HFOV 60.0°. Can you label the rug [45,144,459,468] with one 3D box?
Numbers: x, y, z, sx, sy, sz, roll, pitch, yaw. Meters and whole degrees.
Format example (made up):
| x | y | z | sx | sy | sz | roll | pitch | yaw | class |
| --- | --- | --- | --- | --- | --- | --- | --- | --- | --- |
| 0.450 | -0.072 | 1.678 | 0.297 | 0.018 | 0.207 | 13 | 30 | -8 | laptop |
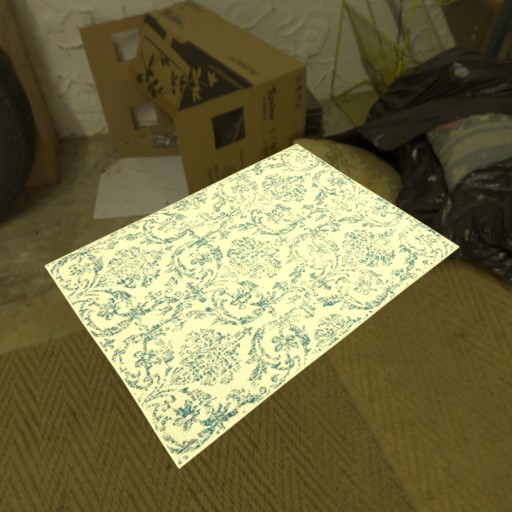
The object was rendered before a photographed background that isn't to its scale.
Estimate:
| x | y | z | sx | sy | sz | roll | pitch | yaw | class |
| --- | --- | --- | --- | --- | --- | --- | --- | --- | --- |
| 0.000 | 0.000 | 2.889 | 2.197 | 0.014 | 1.586 | -31 | 54 | -26 | rug |
